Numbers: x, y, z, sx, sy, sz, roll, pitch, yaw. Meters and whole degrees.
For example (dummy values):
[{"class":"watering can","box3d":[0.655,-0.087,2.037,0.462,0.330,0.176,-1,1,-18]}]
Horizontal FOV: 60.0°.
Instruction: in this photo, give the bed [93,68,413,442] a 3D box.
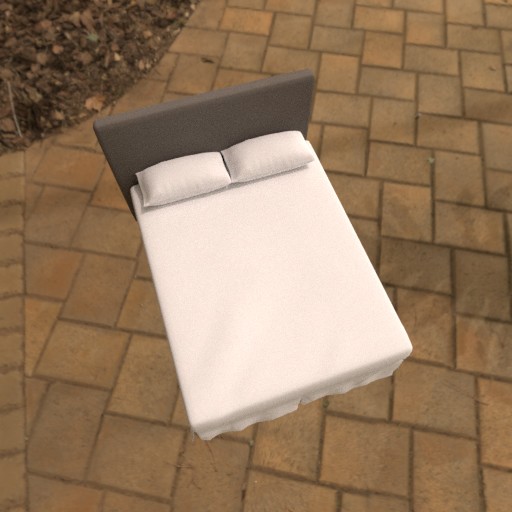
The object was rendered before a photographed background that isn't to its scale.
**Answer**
[{"class":"bed","box3d":[0.000,0.000,3.317,1.723,1.330,2.142,-17,64,-8]}]
